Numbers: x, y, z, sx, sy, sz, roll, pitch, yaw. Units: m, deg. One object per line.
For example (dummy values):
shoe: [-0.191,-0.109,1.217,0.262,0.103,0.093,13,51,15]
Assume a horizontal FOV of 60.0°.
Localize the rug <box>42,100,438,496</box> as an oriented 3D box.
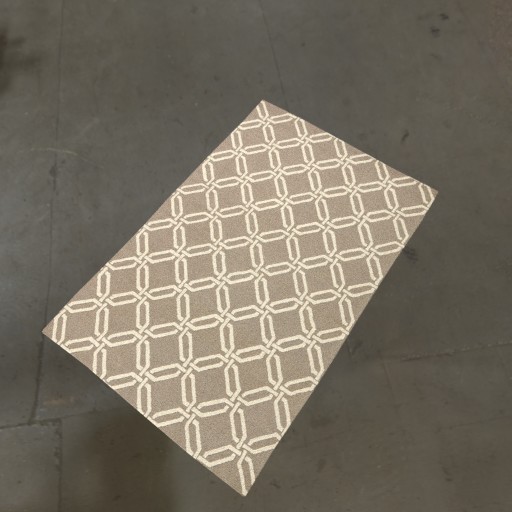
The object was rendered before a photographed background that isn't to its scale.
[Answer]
rug: [0.000,0.000,2.163,1.142,0.010,1.748,32,68,15]
